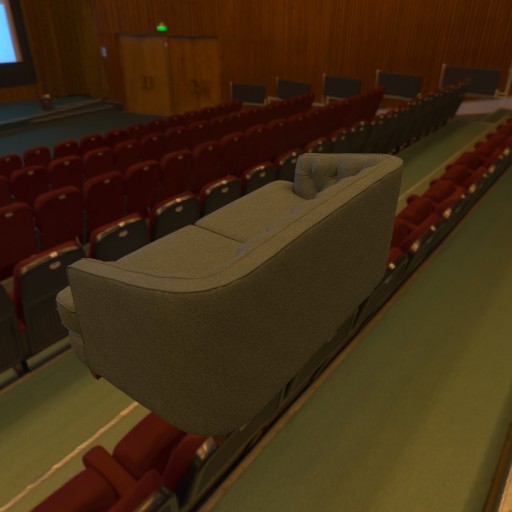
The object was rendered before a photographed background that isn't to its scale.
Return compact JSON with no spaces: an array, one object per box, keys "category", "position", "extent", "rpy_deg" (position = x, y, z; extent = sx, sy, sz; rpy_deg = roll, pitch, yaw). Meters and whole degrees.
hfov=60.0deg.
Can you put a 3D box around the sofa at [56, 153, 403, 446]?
[{"category":"sofa","position":[0.000,0.000,2.270],"extent":[0.941,0.855,1.733],"rpy_deg":[21,37,31]}]
